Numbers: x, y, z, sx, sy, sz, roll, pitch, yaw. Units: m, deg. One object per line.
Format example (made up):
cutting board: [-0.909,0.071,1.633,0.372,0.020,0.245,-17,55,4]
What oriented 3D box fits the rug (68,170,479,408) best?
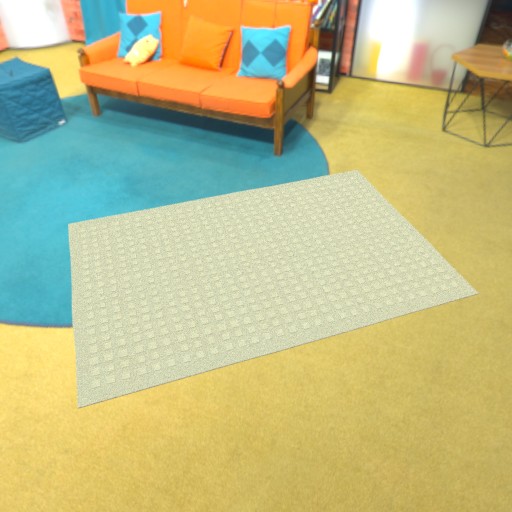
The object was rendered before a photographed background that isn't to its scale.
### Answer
rug: [0.000,0.000,2.197,1.747,0.006,1.143,-13,43,-14]
